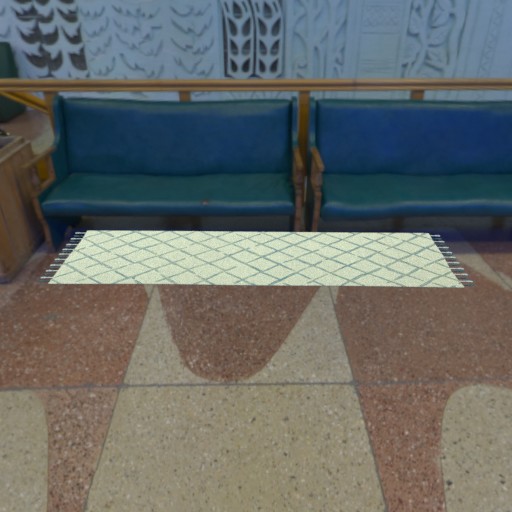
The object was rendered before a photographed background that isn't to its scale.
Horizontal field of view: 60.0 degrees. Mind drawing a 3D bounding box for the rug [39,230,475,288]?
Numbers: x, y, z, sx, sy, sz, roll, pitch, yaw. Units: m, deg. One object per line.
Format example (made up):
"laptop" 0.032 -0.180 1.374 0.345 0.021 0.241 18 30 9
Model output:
"rug" 0.000 0.000 2.647 2.372 0.008 0.620 0 31 1
